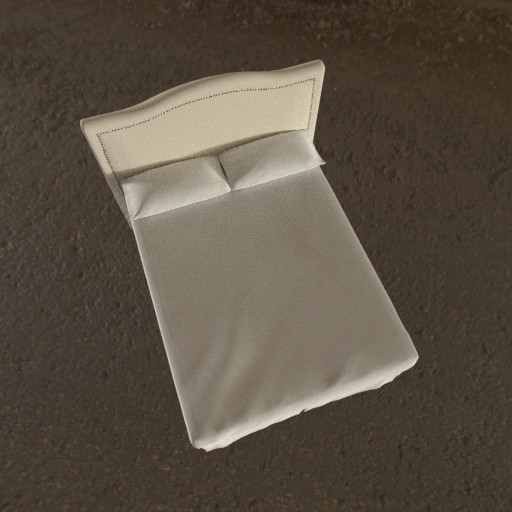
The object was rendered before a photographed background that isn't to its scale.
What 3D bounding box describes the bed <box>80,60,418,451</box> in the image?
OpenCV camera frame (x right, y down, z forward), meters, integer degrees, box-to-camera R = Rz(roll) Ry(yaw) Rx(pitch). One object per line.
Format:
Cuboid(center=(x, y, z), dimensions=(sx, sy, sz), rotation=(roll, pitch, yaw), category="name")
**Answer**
Cuboid(center=(0.000, 0.000, 3.194), dimensions=(1.753, 1.460, 2.143), rotation=(-18, 64, -9), category="bed")
